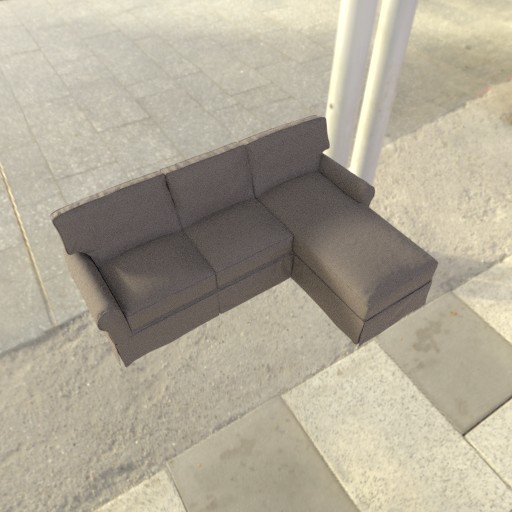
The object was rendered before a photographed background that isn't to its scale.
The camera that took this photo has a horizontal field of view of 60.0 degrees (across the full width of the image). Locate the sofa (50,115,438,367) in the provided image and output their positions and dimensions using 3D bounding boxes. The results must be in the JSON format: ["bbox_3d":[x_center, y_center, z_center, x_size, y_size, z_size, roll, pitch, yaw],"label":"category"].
[{"bbox_3d":[0.000,0.000,3.386,2.475,0.978,1.733,-26,52,-22],"label":"sofa"}]
